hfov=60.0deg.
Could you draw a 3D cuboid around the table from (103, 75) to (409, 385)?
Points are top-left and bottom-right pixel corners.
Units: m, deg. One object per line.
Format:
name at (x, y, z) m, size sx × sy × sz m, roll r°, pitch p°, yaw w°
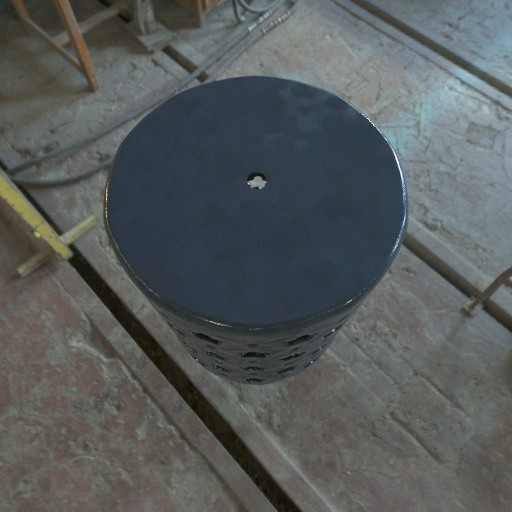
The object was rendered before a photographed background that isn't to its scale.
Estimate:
table at (0.000, 0.000, 0.675) m, size 0.352 × 0.387 × 0.352 m, roll 0°, pitch 64°, yaw 0°
